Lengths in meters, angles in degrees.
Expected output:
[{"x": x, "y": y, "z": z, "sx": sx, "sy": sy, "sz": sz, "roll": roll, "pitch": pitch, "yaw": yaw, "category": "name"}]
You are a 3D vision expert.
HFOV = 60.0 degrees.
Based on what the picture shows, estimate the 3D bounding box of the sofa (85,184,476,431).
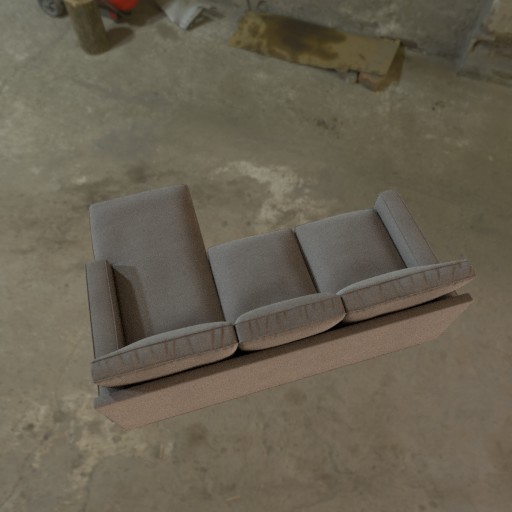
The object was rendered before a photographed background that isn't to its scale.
[{"x": 0.000, "y": 0.000, "z": 2.866, "sx": 2.087, "sy": 0.861, "sz": 1.496, "roll": -14, "pitch": 60, "yaw": -8, "category": "sofa"}]
